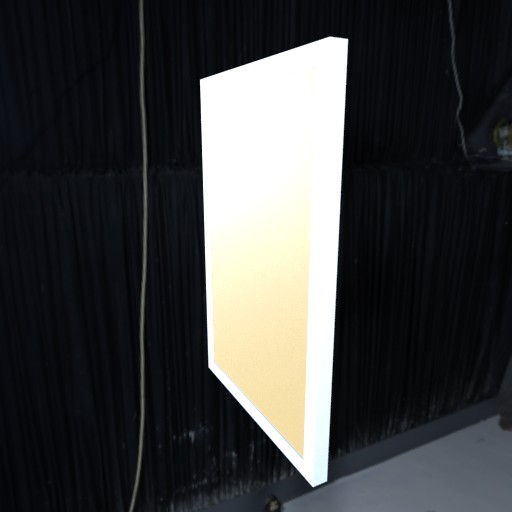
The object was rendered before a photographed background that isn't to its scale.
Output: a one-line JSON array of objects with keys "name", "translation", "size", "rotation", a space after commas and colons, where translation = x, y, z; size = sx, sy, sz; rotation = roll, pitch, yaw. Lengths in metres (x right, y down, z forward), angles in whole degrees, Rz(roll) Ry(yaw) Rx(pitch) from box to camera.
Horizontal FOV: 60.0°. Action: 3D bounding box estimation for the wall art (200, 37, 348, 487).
[{"name": "wall art", "translation": [0.000, 0.000, 1.139], "size": [0.039, 0.915, 0.612], "rotation": [-8, 16, -27]}]
